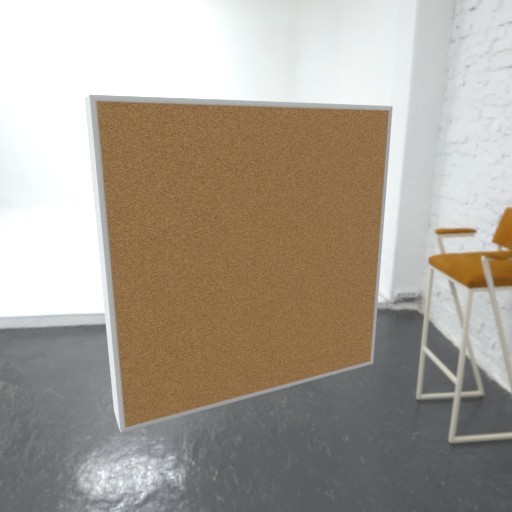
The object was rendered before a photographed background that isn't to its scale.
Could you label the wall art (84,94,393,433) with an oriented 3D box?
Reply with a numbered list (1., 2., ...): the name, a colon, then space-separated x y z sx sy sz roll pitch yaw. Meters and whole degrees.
1. wall art: 0.000 0.000 0.464 0.305 0.304 0.038 -7 17 -25
